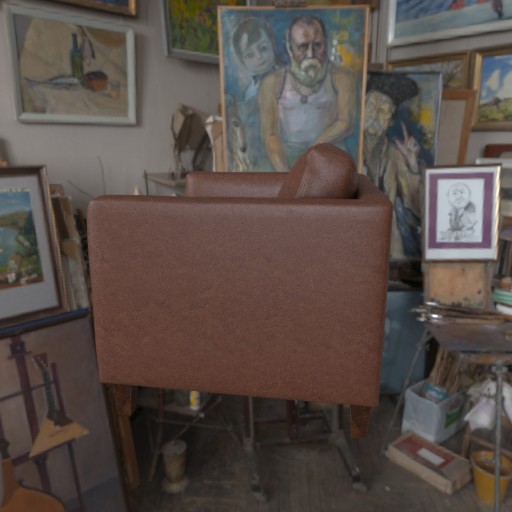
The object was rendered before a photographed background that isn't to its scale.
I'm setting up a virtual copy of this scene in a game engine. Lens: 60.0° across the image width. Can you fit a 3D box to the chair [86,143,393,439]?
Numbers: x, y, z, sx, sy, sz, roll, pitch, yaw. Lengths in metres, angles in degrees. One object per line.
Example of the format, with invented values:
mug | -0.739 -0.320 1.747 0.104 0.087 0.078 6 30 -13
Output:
chair | 0.000 0.000 1.854 0.959 0.917 1.107 2 15 9
